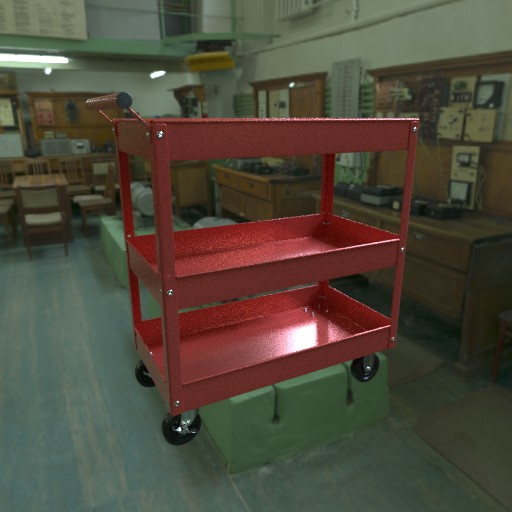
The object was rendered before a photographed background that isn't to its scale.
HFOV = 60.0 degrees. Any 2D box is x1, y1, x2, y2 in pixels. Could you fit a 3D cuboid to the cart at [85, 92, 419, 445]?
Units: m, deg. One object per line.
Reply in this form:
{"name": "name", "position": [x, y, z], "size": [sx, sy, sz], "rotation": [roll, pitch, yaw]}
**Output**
{"name": "cart", "position": [0.000, 0.000, 1.166], "size": [0.719, 0.780, 0.366], "rotation": [-9, 20, -26]}
